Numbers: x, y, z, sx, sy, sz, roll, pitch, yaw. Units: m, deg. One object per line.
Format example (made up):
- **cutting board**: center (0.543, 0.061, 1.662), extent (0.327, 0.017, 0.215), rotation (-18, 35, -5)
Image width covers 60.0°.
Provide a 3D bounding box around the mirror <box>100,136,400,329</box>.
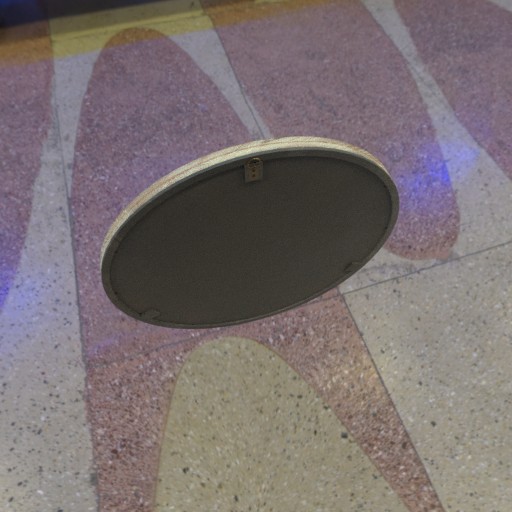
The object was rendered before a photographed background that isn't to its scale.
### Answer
- **mirror**: center (0.000, 0.000, 1.070), extent (0.710, 0.710, 0.038), rotation (-14, 59, -8)
